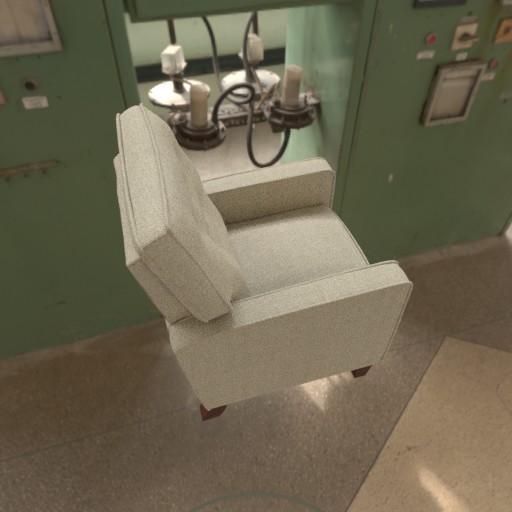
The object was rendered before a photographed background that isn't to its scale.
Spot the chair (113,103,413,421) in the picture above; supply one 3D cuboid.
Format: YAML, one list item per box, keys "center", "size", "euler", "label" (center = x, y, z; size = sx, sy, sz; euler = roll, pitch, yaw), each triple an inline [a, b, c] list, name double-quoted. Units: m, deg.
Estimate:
- center: [0.000, 0.000, 1.449]
  size: [0.754, 0.888, 0.648]
  euler: [-12, 47, -11]
  label: "chair"
